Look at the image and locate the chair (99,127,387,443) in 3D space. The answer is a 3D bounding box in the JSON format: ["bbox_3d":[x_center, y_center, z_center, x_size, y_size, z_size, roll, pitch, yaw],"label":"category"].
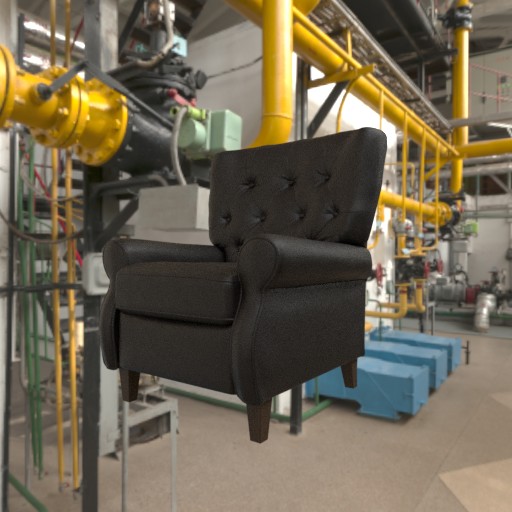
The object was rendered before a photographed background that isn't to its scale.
[{"bbox_3d":[0.000,0.000,1.918,0.948,1.158,1.058,0,0,36],"label":"chair"}]
